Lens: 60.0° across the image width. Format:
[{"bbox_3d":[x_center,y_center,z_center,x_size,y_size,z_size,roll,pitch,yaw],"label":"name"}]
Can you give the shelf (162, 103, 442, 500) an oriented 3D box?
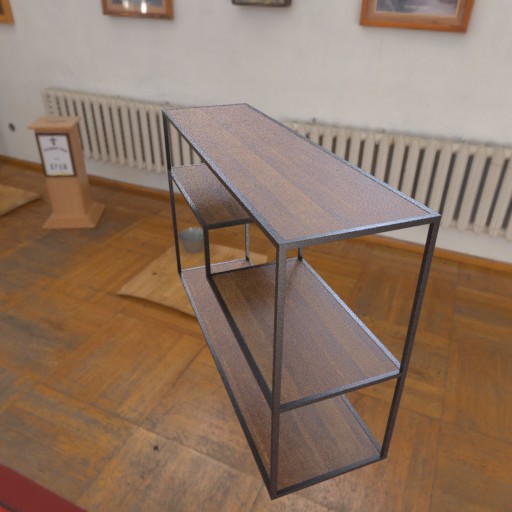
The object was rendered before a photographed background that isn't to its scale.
[{"bbox_3d":[0.000,0.000,1.515,0.361,0.765,1.201,-10,32,-17],"label":"shelf"}]
